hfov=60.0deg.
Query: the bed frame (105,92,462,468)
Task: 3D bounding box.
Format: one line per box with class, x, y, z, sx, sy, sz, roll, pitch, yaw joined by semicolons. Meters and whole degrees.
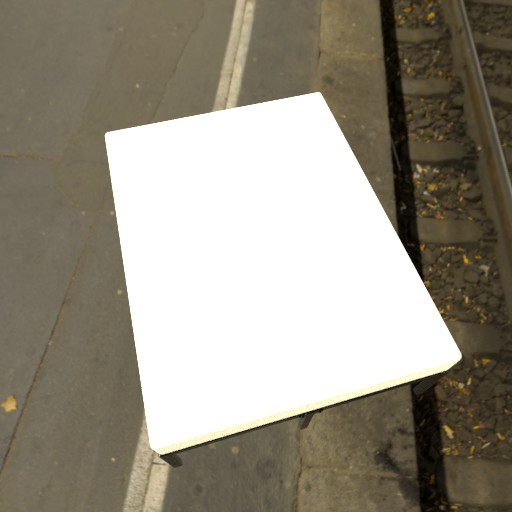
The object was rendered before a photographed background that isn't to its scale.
bed frame;0.000;0.000;2.839;1.557;0.659;2.072;-14;60;-8
